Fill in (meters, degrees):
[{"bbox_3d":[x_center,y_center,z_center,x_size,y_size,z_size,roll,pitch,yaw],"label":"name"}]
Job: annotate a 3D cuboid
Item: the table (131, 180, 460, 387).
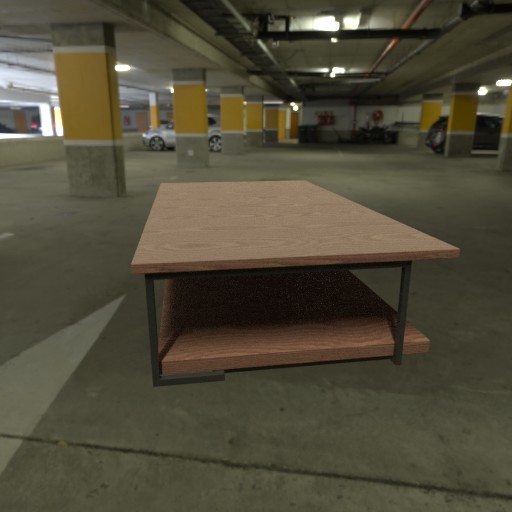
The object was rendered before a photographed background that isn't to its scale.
[{"bbox_3d":[0.000,0.000,1.468,0.651,0.347,1.197,-3,17,-9],"label":"table"}]
